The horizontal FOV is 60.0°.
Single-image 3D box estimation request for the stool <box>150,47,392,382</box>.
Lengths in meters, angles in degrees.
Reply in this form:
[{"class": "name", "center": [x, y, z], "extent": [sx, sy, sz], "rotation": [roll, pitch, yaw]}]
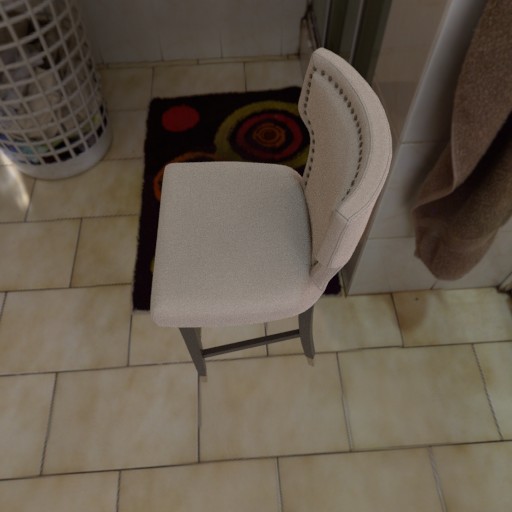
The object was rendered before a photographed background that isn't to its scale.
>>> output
[{"class": "stool", "center": [0.000, 0.000, 1.385], "extent": [0.563, 1.092, 0.526], "rotation": [-1, 59, -1]}]
